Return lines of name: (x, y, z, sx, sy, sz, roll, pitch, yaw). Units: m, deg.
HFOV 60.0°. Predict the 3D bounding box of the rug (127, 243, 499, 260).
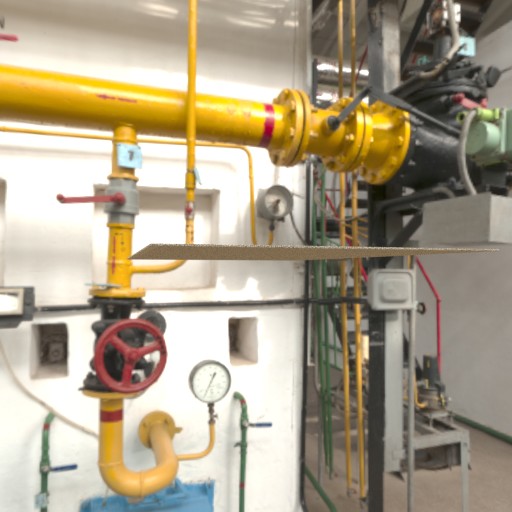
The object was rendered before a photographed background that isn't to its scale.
rug: (0.000, 0.000, 2.141, 1.142, 0.006, 1.752, 1, -2, -18)
